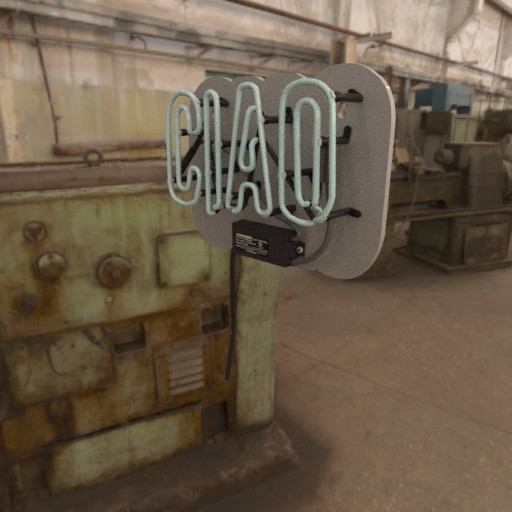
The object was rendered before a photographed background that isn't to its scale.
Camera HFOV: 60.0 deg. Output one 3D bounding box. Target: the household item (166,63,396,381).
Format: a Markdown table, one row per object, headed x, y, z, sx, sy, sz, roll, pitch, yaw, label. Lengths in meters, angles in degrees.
| x | y | z | sx | sy | sz | roll | pitch | yaw | label |
| --- | --- | --- | --- | --- | --- | --- | --- | --- | --- |
| 0.000 | 0.000 | 0.376 | 0.211 | 0.294 | 0.042 | 16 | 23 | 41 | household item |
